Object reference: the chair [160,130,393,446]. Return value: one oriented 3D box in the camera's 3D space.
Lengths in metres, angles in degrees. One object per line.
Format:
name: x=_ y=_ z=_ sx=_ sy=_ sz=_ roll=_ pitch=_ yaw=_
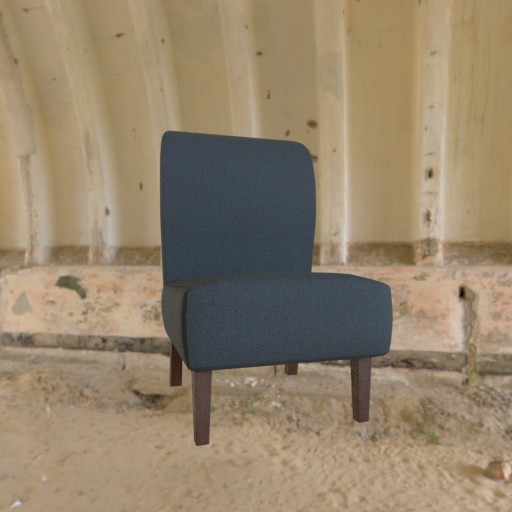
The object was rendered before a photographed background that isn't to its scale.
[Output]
chair: x=0.000 y=0.000 z=1.237 sx=0.513 sy=0.804 sz=0.592 roll=0 pitch=0 yaw=-19
